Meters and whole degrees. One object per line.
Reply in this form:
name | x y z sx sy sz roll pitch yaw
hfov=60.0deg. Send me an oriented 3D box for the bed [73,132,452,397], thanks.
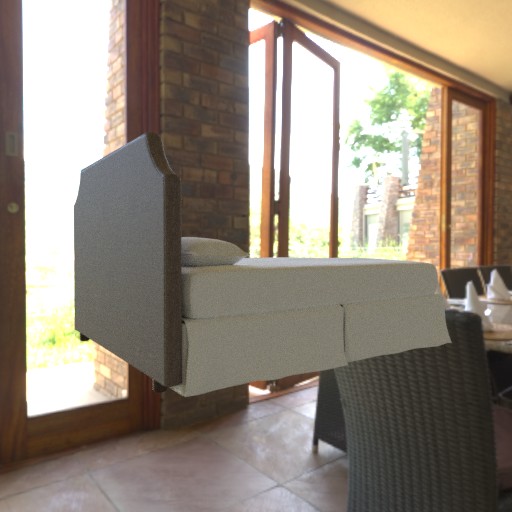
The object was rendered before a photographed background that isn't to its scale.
bed | 0.000 0.000 4.178 2.773 1.590 2.350 -1 1 -35
